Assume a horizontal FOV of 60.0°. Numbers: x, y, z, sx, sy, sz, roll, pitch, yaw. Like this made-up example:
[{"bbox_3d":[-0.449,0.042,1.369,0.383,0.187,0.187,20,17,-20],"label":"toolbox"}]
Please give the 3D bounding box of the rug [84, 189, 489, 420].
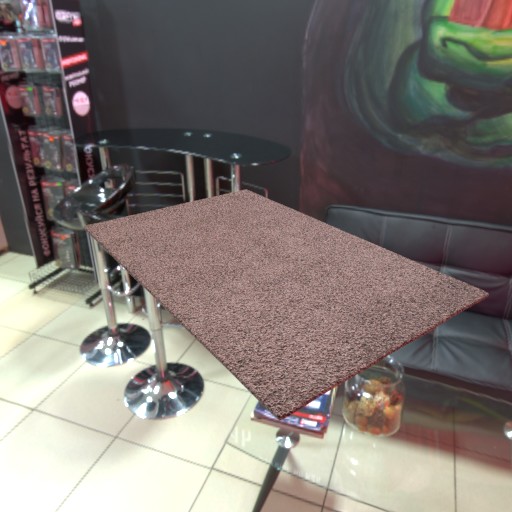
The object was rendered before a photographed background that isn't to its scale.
[{"bbox_3d":[0.000,0.000,3.411,1.778,0.030,2.743,-18,32,-32],"label":"rug"}]
